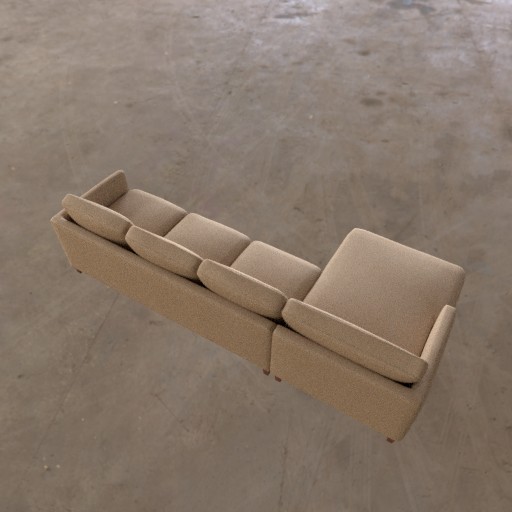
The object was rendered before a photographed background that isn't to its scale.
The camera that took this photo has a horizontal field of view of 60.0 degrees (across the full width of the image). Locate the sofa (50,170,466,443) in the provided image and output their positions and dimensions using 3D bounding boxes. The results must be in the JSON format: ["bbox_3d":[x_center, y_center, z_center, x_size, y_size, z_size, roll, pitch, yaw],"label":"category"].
[{"bbox_3d":[0.000,0.000,3.754,3.201,0.876,1.502,24,51,21],"label":"sofa"}]
